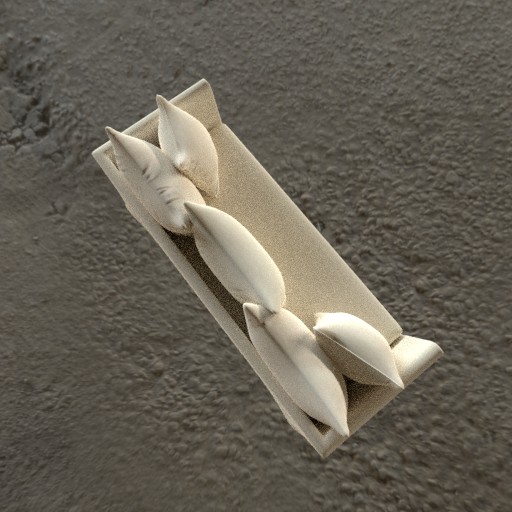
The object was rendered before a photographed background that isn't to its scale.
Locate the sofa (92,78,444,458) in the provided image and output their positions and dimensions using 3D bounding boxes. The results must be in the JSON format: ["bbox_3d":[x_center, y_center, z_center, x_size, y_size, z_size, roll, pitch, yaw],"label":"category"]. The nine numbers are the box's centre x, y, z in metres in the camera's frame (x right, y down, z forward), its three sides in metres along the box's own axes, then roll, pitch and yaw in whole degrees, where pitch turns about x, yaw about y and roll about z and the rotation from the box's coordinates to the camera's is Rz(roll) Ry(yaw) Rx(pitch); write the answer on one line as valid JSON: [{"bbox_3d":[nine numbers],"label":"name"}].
[{"bbox_3d":[0.000,0.000,3.090,1.030,1.042,2.484,-37,78,-9],"label":"sofa"}]
